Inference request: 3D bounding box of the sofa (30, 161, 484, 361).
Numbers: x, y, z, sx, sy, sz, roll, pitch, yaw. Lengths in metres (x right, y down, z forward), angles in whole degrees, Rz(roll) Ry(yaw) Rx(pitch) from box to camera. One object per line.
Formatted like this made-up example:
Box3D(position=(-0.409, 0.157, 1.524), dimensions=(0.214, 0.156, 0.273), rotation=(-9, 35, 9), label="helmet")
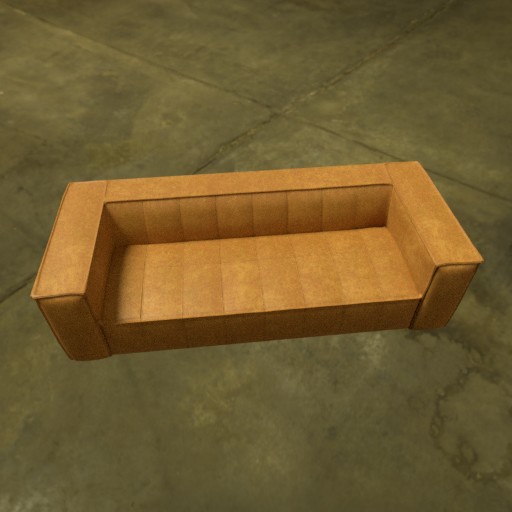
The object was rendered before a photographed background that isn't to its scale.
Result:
Box3D(position=(0.000, 0.000, 3.058), dimensions=(2.581, 0.701, 1.102), rotation=(-4, 46, -4), label="sofa")
